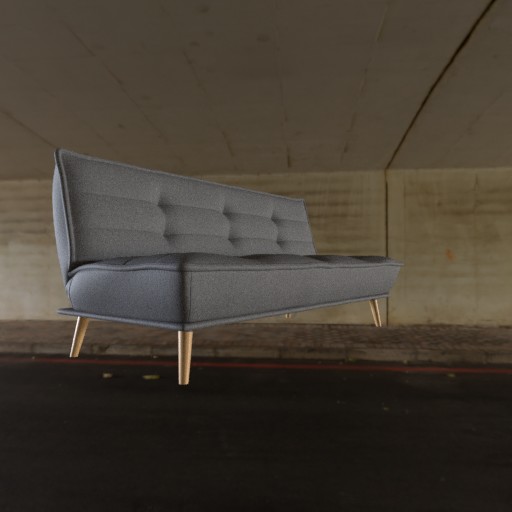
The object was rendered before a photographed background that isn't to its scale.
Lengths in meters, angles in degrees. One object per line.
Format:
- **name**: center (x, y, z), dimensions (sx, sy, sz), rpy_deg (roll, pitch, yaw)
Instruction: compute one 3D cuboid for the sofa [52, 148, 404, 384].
- **sofa**: center (0.000, 0.000, 2.398), dimensions (0.950, 0.890, 1.940), rpy_deg (-1, -1, 38)
